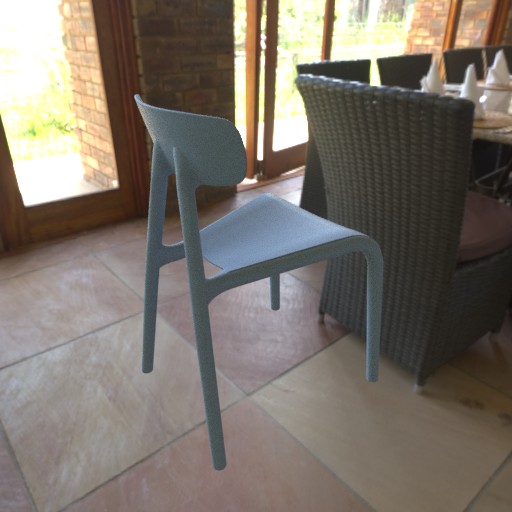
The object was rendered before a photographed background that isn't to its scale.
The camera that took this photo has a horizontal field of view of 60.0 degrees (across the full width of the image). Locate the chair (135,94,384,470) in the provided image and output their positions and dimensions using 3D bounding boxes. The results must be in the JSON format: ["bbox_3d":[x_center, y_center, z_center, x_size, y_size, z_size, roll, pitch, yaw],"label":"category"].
[{"bbox_3d":[0.000,0.000,0.839,0.401,0.580,0.356,-19,33,-32],"label":"chair"}]
